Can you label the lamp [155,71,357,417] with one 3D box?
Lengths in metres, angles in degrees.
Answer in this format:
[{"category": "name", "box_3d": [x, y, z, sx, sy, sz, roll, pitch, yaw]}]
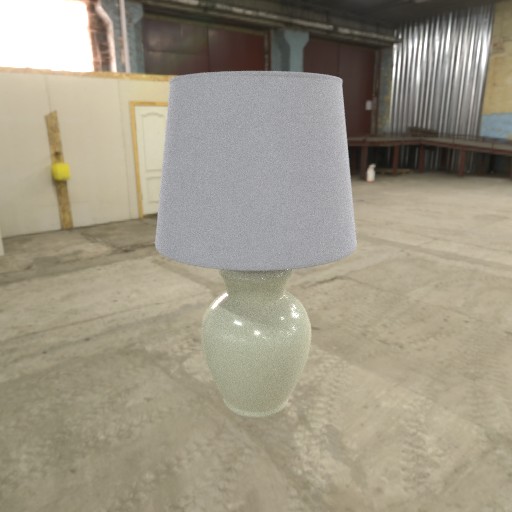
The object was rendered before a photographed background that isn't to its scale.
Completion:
[{"category": "lamp", "box_3d": [0.000, 0.000, 0.543, 0.239, 0.399, 0.239, 0, 16, 0]}]
